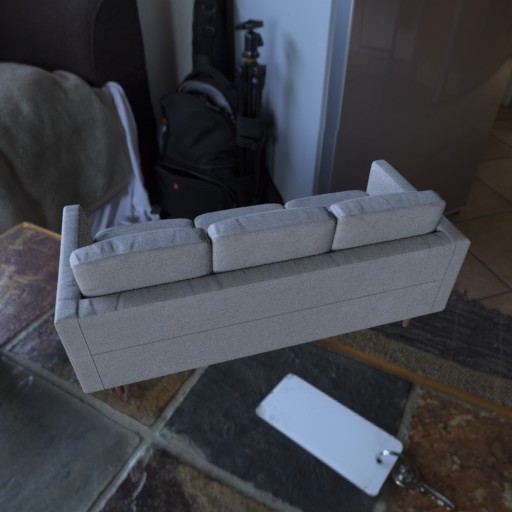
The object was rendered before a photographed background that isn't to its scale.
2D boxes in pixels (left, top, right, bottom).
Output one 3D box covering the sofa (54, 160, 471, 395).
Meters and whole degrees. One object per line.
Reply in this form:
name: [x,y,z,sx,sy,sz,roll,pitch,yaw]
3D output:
sofa: [0.000,0.000,2.517,1.983,0.918,0.944,-10,42,-12]
